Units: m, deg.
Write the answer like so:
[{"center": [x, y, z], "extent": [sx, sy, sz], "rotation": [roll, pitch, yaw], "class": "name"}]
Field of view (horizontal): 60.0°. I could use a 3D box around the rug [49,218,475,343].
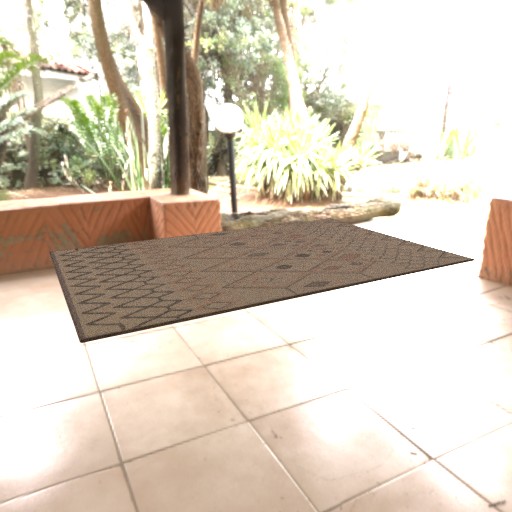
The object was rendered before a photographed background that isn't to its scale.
[{"center": [0.000, 0.000, 2.988], "extent": [2.438, 0.015, 1.524], "rotation": [-9, 18, -27], "class": "rug"}]
